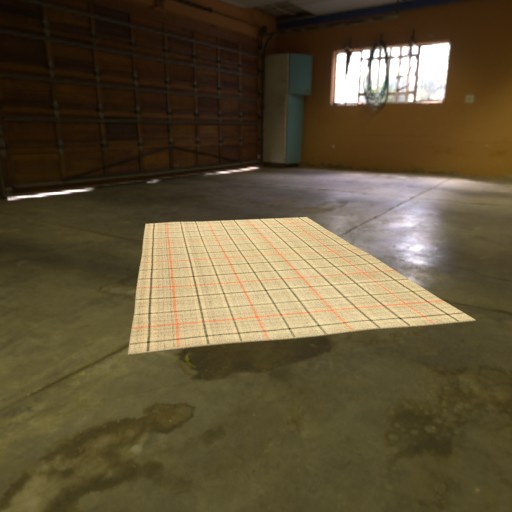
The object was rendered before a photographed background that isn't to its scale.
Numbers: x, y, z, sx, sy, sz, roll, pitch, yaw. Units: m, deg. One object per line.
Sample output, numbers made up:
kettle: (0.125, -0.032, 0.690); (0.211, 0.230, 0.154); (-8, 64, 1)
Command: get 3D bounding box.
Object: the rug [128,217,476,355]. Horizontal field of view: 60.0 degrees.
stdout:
rug: (0.000, 0.000, 3.004); (1.524, 0.015, 2.439); (-3, 17, -11)
